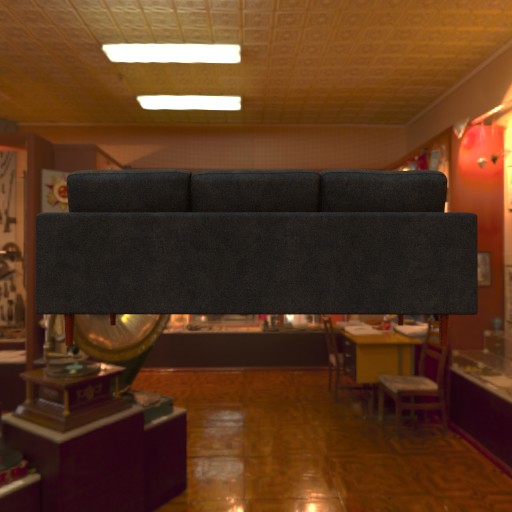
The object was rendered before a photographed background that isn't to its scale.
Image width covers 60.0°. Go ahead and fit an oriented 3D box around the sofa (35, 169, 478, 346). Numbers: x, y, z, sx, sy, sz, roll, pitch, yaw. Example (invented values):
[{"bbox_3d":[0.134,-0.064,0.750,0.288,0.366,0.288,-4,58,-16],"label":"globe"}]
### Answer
[{"bbox_3d":[0.000,0.000,2.658,2.246,0.930,0.903,0,0,0],"label":"sofa"}]
